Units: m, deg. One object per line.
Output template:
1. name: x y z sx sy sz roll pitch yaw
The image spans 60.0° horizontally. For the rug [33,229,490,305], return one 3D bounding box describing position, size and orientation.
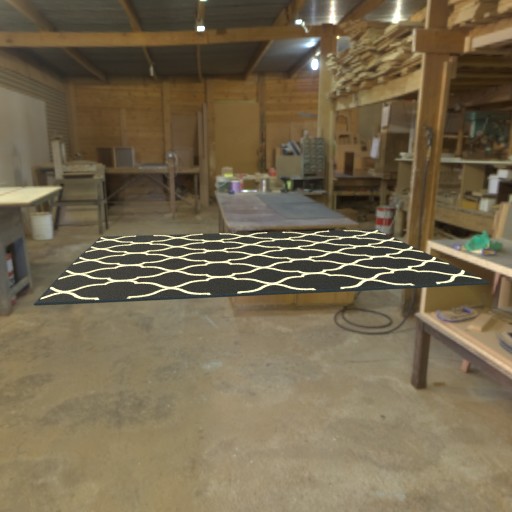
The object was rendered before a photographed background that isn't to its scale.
1. rug: 0.000 0.000 2.909 2.294 0.014 1.528 -2 14 -8
